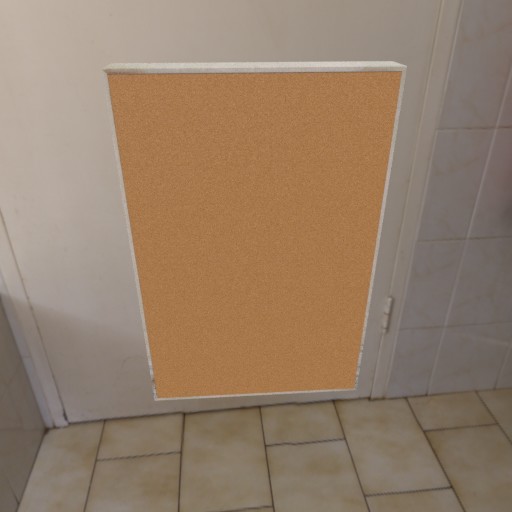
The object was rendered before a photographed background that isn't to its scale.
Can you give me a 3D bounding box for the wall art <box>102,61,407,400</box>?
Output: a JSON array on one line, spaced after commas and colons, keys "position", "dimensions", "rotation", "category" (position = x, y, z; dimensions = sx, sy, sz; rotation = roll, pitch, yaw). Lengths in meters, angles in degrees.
[{"position": [0.000, 0.000, 0.478], "dimensions": [0.254, 0.381, 0.038], "rotation": [-2, 30, -3], "category": "wall art"}]
